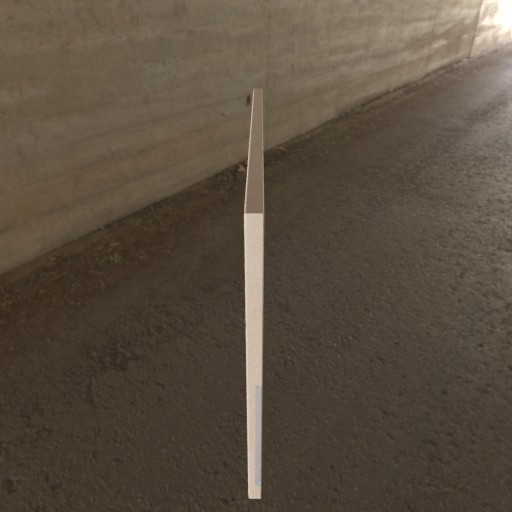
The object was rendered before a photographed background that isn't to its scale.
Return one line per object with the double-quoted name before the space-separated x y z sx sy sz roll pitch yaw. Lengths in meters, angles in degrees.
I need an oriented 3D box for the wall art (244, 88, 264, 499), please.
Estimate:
"wall art" 0.000 0.000 1.574 0.042 0.912 1.219 0 31 0
